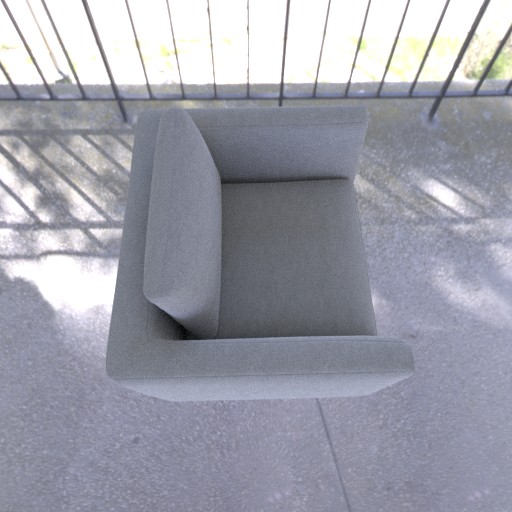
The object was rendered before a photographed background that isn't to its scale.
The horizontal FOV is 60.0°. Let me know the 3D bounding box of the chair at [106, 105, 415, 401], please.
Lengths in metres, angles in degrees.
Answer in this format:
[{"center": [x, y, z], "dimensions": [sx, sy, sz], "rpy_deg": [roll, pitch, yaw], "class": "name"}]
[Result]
[{"center": [0.000, 0.000, 1.691], "dimensions": [0.889, 0.864, 1.041], "rpy_deg": [-1, 63, -1], "class": "chair"}]
